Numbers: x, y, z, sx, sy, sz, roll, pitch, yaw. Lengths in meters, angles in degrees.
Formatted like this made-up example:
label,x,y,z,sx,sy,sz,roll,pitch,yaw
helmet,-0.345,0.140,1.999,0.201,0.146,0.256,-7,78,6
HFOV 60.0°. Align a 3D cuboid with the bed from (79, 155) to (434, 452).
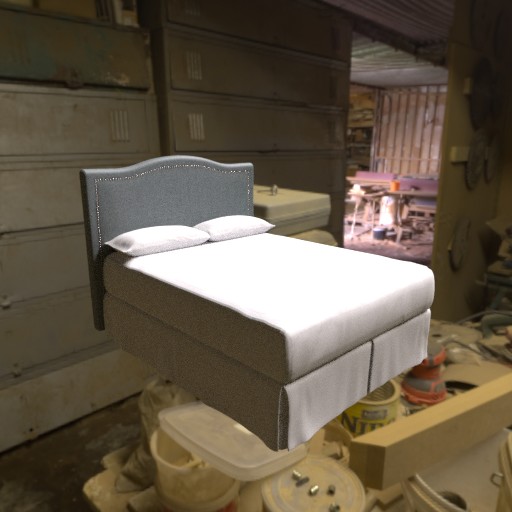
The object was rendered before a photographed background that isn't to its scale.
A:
label,x,y,z,sx,sy,sz,roll,pitch,yaw
bed,0.000,0.000,3.380,1.753,1.460,2.143,-13,19,-42
